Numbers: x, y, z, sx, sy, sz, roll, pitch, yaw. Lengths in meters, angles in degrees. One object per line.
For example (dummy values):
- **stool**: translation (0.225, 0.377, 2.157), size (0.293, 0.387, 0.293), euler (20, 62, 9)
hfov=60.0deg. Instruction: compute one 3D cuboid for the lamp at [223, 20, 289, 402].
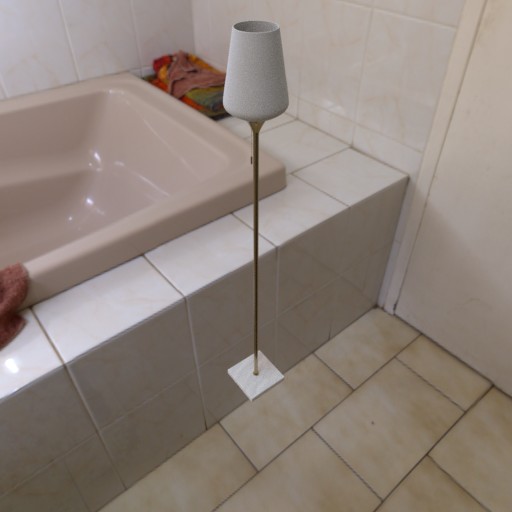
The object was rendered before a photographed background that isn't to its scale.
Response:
- **lamp**: translation (0.000, 0.000, 1.914), size (0.229, 1.813, 0.232), euler (-26, 48, -27)
